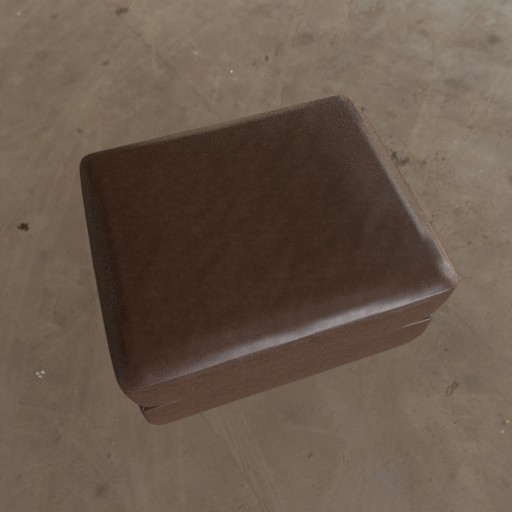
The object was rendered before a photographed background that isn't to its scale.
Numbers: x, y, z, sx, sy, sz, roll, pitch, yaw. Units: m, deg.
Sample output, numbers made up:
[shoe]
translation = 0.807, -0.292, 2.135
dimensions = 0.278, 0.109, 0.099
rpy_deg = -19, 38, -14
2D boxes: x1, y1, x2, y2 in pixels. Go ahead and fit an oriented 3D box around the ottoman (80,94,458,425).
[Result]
[ottoman]
translation = 0.000, 0.000, 1.139
dimensions = 0.751, 0.476, 0.603
rpy_deg = -16, 63, -8
